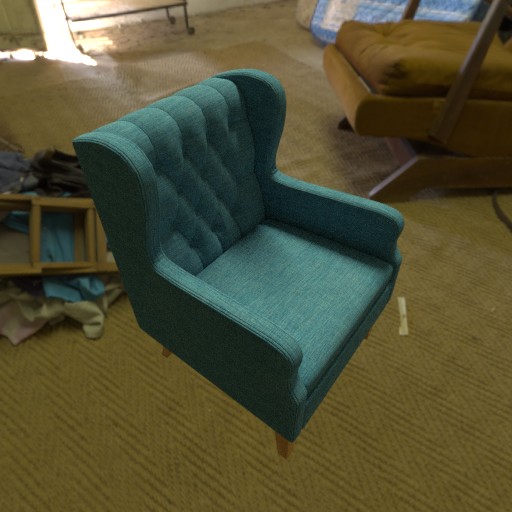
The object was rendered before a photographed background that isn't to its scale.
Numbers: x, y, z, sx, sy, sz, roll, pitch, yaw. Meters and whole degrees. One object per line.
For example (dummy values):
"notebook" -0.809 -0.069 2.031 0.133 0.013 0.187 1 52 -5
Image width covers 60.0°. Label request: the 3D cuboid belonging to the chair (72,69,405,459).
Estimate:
"chair" 0.000 0.000 1.477 0.775 0.952 0.711 26 47 26
